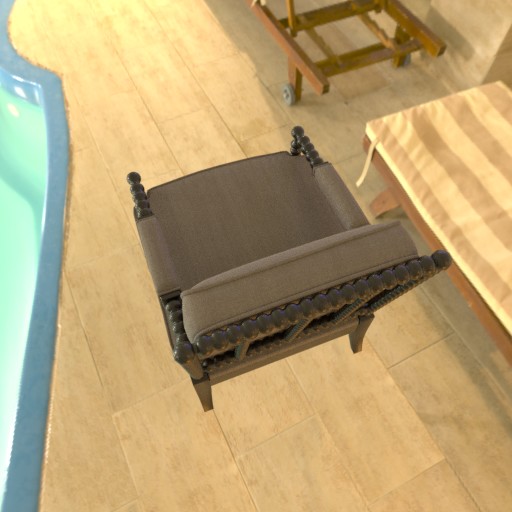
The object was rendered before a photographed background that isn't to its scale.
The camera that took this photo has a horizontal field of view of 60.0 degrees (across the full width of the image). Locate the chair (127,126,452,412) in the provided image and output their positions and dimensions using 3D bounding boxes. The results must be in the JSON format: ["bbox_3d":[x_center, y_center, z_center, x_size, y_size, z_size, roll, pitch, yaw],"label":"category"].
[{"bbox_3d":[0.000,0.000,1.129,0.540,0.661,0.622,-18,61,-10],"label":"chair"}]
